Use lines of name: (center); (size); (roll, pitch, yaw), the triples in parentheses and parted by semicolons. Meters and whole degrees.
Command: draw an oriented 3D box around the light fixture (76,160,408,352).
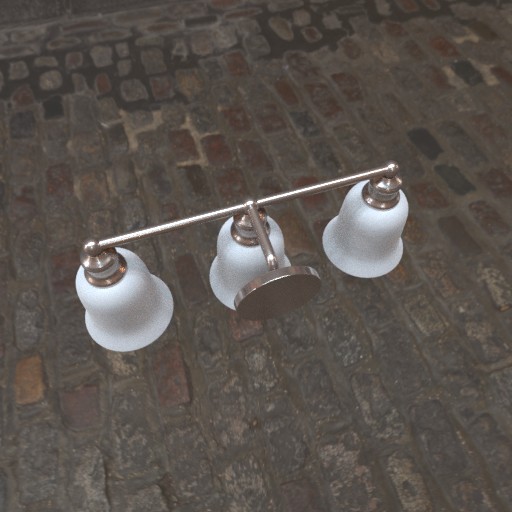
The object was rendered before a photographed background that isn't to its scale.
light fixture: (0.000, 0.000, 0.669); (0.570, 0.211, 0.198); (-16, 60, -9)
